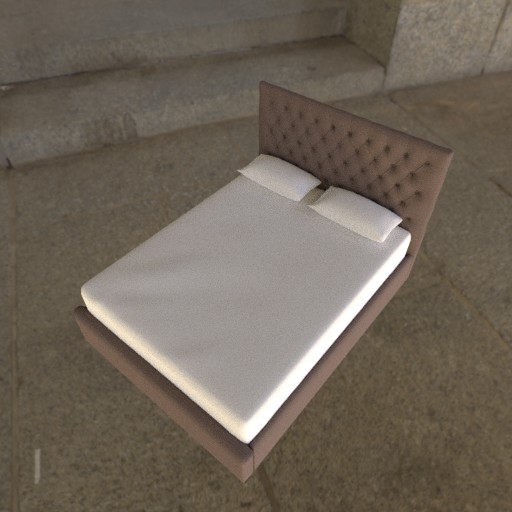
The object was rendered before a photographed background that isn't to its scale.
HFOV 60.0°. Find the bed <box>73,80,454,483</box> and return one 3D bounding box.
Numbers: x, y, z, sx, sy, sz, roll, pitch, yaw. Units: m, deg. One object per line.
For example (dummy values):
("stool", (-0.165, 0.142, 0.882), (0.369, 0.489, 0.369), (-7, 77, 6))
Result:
("bed", (0.000, 0.000, 3.283), (1.696, 1.426, 2.233), (31, 53, 26))
